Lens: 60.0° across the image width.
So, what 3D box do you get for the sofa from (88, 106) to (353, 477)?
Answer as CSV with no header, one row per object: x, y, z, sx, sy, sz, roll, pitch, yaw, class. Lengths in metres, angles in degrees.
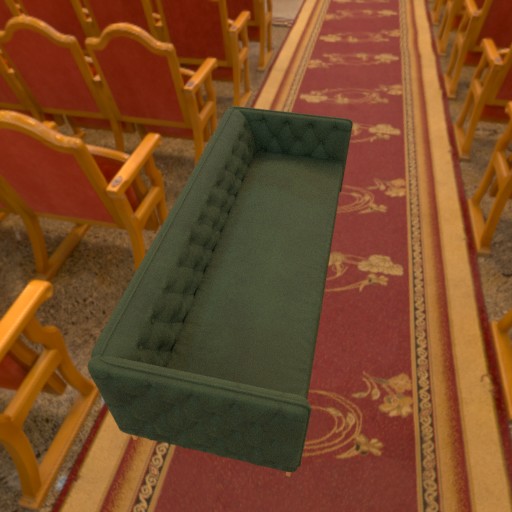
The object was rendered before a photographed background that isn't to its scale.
0.000,0.000,2.645,0.895,0.771,2.209,9,47,9,sofa
